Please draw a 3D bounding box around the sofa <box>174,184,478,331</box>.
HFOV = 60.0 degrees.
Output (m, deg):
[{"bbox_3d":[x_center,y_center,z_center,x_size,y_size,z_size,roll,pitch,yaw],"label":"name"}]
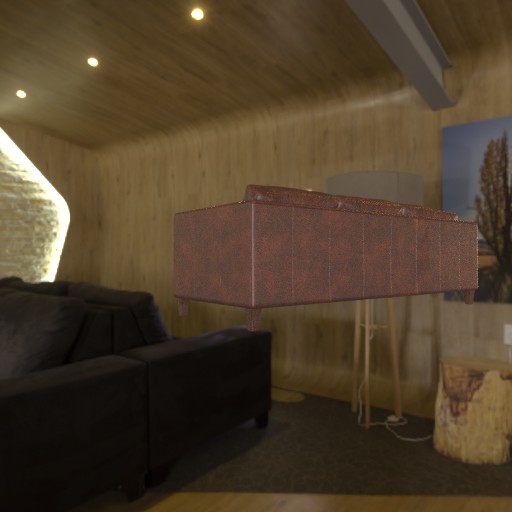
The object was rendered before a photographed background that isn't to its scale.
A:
[{"bbox_3d":[0.000,0.000,4.321,2.438,0.836,3.152,0,0,-37],"label":"sofa"}]
